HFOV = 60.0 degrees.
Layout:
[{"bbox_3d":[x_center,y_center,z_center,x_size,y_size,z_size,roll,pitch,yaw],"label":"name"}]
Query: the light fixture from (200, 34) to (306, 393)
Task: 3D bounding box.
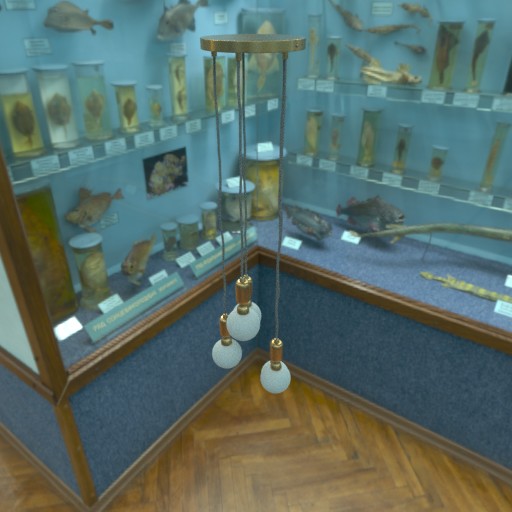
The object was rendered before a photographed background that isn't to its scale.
[{"bbox_3d":[0.000,0.000,0.515,0.105,0.457,0.108,21,36,32],"label":"light fixture"}]
